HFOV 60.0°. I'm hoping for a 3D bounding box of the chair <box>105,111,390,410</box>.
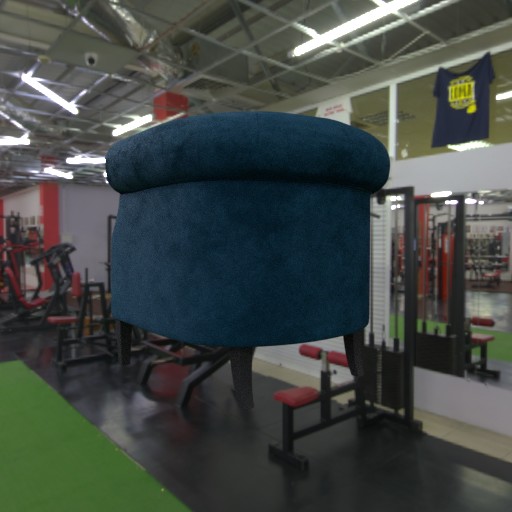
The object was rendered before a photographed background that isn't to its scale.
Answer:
[{"bbox_3d":[0.000,0.000,1.589,0.904,0.826,0.851,-1,2,-38],"label":"chair"}]
